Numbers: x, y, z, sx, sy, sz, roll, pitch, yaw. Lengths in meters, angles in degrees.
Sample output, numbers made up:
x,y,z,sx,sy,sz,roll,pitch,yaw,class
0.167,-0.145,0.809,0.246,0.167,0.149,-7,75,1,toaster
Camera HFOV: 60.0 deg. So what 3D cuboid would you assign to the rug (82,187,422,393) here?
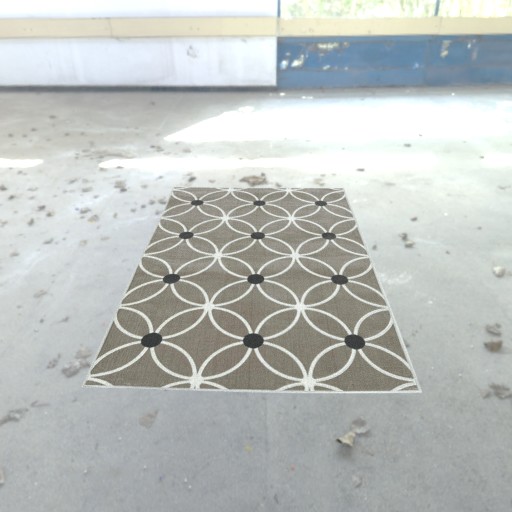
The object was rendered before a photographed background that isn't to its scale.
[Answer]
x,y,z,sx,sy,sz,roll,pitch,yaw,class
0.000,0.000,2.931,1.522,0.008,2.284,1,32,1,rug
